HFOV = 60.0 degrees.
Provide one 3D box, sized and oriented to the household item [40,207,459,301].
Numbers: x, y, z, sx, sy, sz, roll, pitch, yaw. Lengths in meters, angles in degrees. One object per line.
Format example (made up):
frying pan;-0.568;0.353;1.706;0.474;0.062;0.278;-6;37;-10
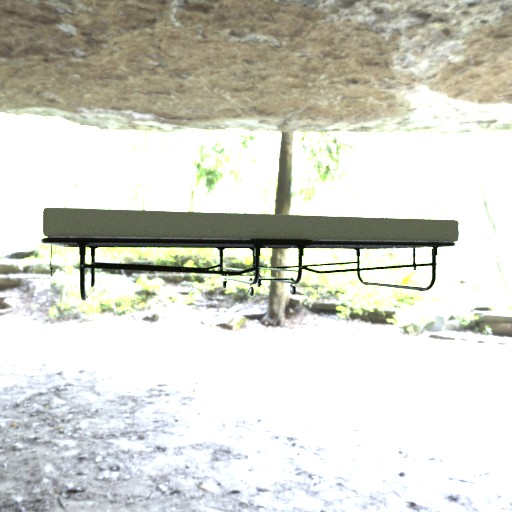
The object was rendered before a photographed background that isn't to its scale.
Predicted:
household item;0.000;0.000;2.240;1.905;0.356;0.787;0;0;-17
